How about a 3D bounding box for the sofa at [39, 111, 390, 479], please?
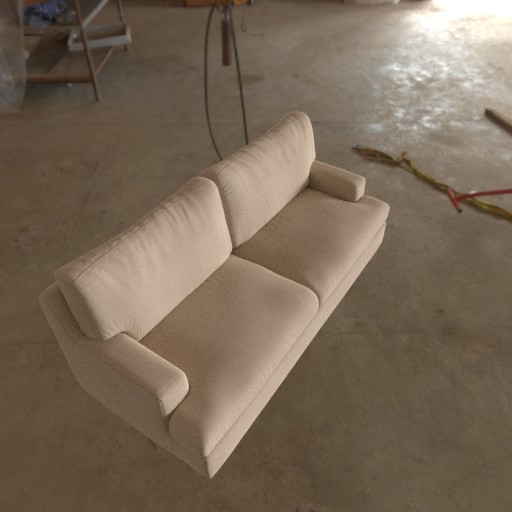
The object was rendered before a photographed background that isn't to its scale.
[{"bbox_3d":[0.000,0.000,2.626,0.929,0.925,2.147,24,47,25],"label":"sofa"}]
